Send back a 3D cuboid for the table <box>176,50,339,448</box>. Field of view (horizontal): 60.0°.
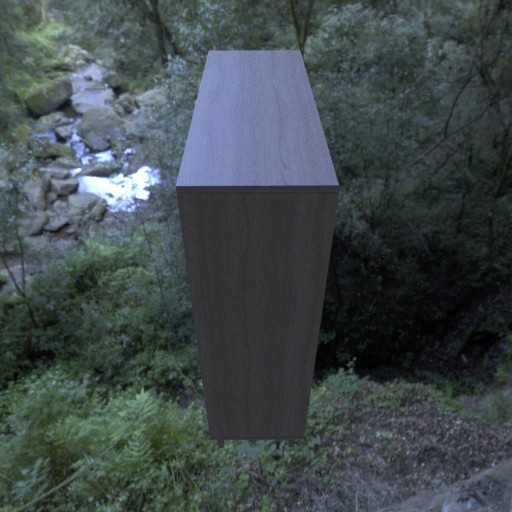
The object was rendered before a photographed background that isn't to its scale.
[{"bbox_3d":[0.000,0.000,1.943,0.398,1.388,1.111,0,40,0],"label":"table"}]
